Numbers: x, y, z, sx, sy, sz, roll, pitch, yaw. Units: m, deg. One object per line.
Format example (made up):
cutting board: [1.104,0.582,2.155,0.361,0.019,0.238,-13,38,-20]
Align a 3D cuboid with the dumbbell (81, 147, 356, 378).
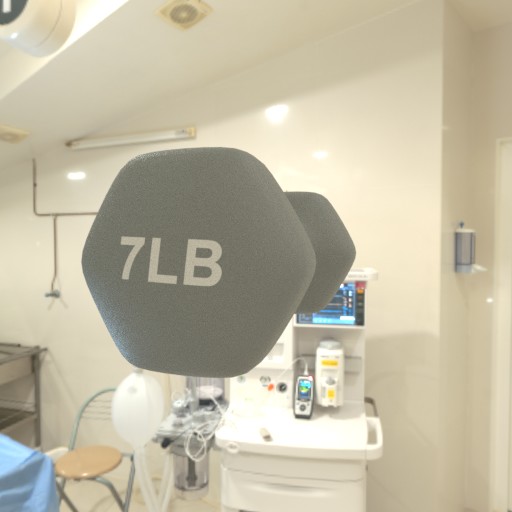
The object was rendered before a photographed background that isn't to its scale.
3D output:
dumbbell: [0.000,0.000,0.232,0.090,0.081,0.184,1,2,19]
